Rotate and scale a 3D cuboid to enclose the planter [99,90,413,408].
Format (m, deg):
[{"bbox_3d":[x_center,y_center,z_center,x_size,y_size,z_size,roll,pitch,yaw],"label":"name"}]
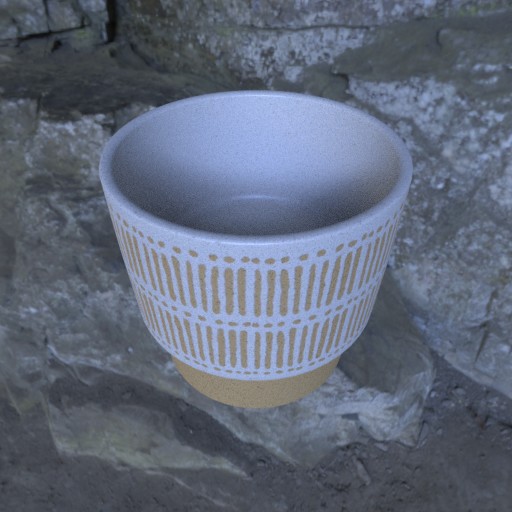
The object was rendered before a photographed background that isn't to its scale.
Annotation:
[{"bbox_3d":[0.000,0.000,0.560,0.317,0.303,0.317,0,41,0],"label":"planter"}]
